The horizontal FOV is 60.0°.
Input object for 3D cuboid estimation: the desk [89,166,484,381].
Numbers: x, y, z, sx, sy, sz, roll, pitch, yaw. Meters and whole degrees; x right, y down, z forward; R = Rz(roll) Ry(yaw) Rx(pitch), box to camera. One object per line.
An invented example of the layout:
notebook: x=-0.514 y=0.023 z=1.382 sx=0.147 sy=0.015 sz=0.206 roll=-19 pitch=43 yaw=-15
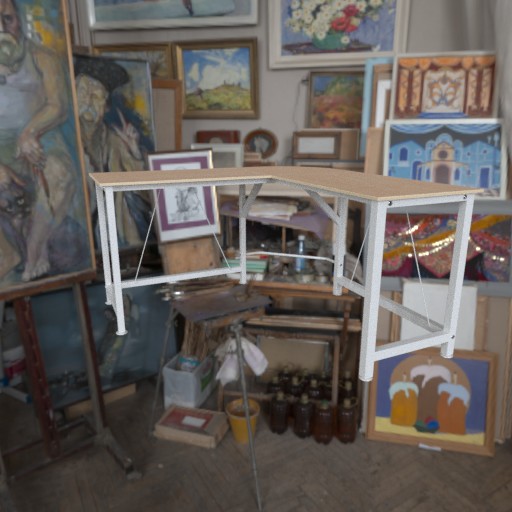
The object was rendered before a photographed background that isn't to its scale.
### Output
desk: x=0.000 y=0.000 z=2.240 sx=1.400 sy=0.762 sz=1.400 roll=-7 pitch=18 yaw=-24
